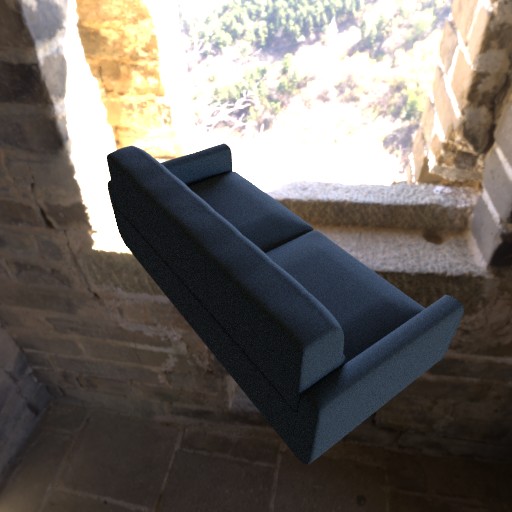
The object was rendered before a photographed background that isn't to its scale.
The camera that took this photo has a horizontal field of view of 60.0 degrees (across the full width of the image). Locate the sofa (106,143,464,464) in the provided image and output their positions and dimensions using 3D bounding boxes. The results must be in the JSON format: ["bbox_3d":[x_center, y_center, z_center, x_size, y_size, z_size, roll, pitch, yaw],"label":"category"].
[{"bbox_3d":[0.000,0.000,2.576,0.942,0.884,2.055,-26,47,-27],"label":"sofa"}]
